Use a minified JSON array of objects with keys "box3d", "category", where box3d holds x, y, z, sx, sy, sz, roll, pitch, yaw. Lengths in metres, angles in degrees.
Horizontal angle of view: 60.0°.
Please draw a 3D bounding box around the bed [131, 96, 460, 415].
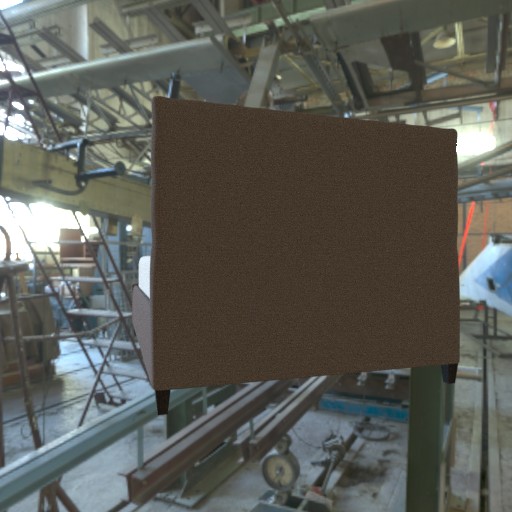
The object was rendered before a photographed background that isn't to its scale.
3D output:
[{"box3d":[0.000,0.000,3.260,1.696,1.426,2.233,0,0,-18],"category":"bed"}]
